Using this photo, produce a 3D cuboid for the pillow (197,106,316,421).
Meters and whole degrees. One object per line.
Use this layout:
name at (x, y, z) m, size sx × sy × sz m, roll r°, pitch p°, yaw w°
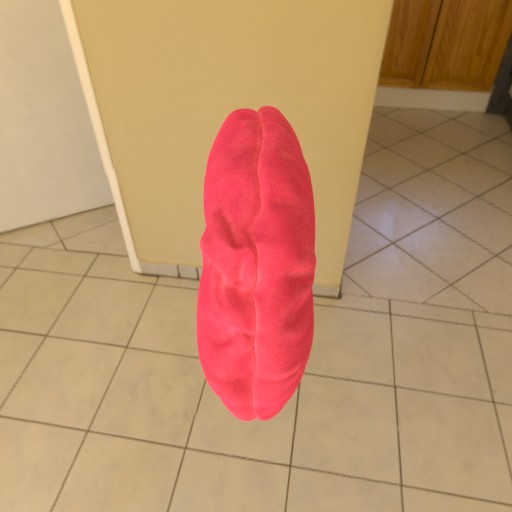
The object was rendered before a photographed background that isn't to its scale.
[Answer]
pillow at (0.000, 0.000, 0.640) m, size 0.148 × 0.407 × 0.428 m, roll 0°, pitch 43°, yaw 0°
